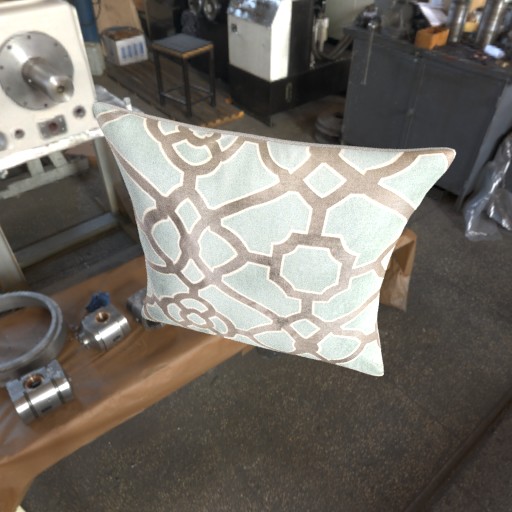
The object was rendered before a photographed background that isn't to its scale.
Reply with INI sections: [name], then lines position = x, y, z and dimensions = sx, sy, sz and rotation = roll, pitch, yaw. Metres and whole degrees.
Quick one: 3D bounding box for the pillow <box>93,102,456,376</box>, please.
[pillow]
position = 0.000, 0.000, 0.811
dimensions = 0.552, 0.508, 0.166
rotation = 11, 43, 13
